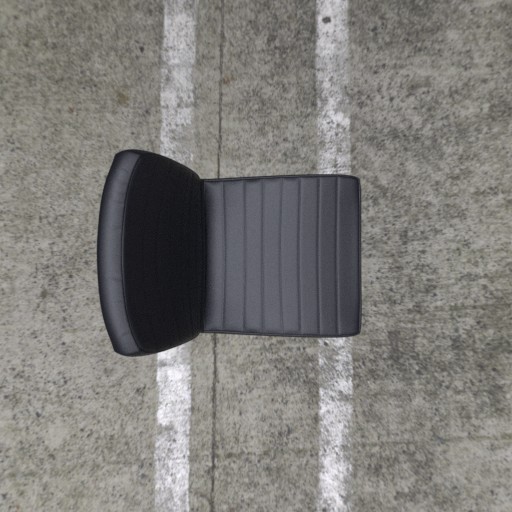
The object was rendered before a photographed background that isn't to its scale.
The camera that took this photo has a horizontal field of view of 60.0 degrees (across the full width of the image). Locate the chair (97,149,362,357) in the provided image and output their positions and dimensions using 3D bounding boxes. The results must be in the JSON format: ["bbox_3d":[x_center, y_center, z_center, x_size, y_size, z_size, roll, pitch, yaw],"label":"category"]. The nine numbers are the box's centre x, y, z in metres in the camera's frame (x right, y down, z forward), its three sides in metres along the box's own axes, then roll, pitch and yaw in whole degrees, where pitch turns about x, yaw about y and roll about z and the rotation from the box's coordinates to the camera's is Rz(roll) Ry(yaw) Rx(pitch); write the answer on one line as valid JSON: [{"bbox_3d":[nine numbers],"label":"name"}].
[{"bbox_3d":[0.000,0.000,1.219,0.572,0.872,0.450,0,89,0],"label":"chair"}]
